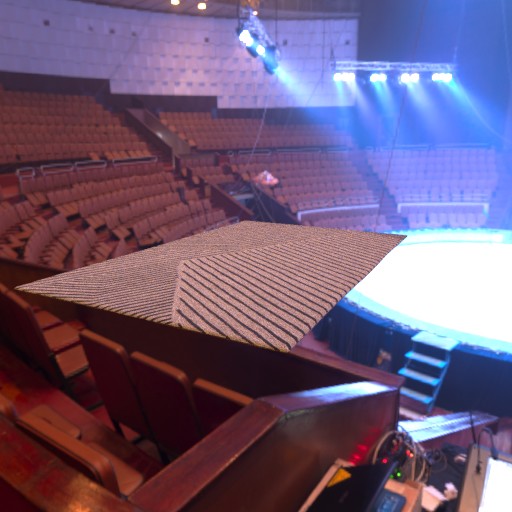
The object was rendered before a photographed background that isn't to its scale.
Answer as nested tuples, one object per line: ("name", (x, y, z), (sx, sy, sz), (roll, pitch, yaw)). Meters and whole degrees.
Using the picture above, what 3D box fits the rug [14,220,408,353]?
("rug", (0.000, 0.000, 2.944), (1.539, 0.023, 2.406), (7, 16, 27))
